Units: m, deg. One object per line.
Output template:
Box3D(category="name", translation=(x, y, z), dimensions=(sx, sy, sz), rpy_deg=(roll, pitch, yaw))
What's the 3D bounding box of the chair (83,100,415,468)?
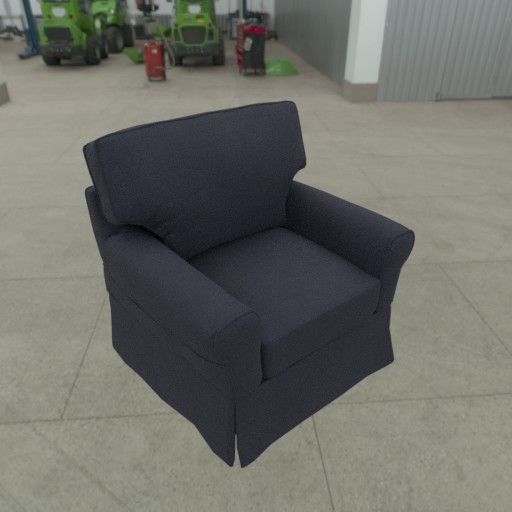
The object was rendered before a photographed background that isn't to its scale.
Box3D(category="chair", translation=(0.000, 0.000, 1.962), dimensions=(1.119, 1.140, 1.002), rpy_deg=(-23, 38, -33))
